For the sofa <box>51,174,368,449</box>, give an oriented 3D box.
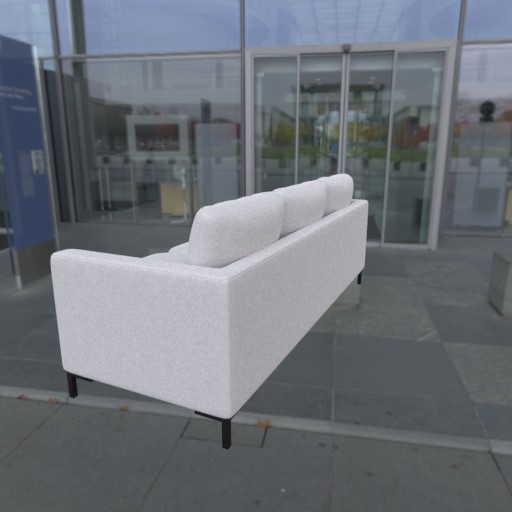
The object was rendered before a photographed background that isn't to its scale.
[{"bbox_3d":[0.000,0.000,2.645,0.859,0.874,2.218,7,16,25],"label":"sofa"}]
